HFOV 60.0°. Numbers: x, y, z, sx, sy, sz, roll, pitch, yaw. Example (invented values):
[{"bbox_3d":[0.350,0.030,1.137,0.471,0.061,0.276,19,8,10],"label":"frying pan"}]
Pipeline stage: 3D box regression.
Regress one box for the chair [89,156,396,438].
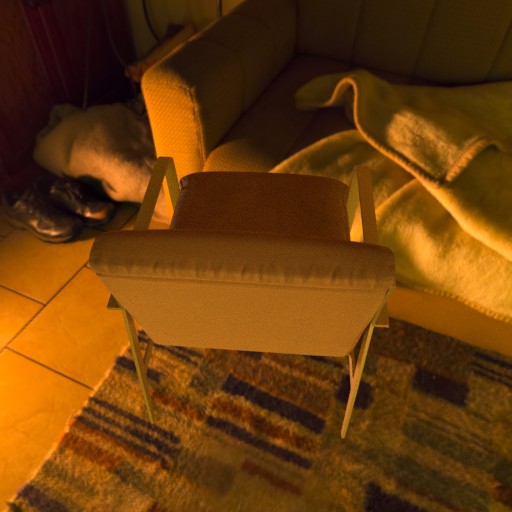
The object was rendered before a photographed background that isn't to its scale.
[{"bbox_3d":[0.000,0.000,1.416,0.701,0.823,0.848,3,47,3],"label":"chair"}]
